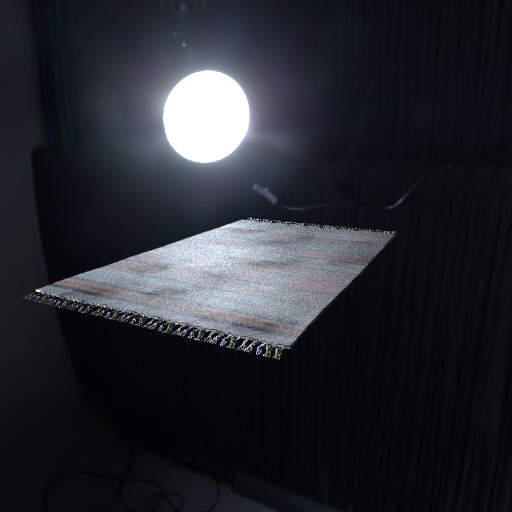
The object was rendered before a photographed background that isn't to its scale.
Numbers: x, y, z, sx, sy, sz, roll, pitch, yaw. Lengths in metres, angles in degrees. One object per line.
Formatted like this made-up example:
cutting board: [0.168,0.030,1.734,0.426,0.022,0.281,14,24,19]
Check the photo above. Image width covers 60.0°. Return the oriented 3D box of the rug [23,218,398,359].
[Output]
rug: [0.000,0.000,2.225,1.084,0.013,1.849,8,17,26]
